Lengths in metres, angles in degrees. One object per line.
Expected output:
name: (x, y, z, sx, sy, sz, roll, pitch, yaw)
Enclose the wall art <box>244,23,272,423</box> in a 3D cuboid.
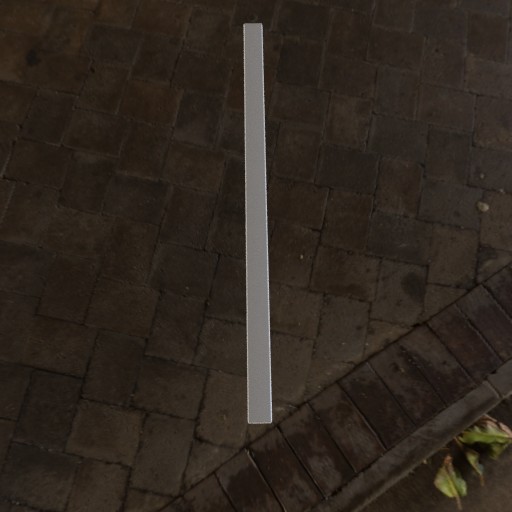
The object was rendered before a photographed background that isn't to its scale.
wall art: (0.000, 0.000, 1.533, 0.049, 1.009, 1.009, -1, 74, 0)
